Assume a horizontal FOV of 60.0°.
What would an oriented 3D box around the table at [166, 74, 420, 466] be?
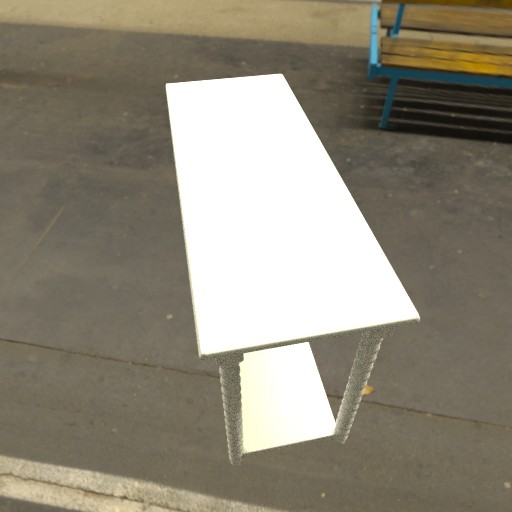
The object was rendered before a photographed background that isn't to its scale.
[{"bbox_3d":[0.000,0.000,1.539,0.459,0.740,1.184,-8,46,-8],"label":"table"}]
